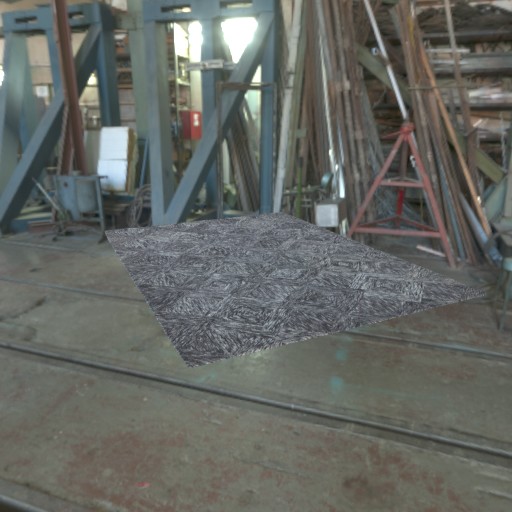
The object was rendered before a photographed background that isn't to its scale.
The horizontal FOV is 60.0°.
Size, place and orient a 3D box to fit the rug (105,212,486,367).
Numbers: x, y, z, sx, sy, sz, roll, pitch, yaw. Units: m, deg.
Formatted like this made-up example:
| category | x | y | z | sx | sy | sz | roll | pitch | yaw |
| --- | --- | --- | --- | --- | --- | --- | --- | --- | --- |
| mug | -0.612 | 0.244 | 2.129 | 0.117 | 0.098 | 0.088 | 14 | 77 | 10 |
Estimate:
| category | x | y | z | sx | sy | sz | roll | pitch | yaw |
| --- | --- | --- | --- | --- | --- | --- | --- | --- | --- |
| rug | 0.000 | 0.000 | 5.362 | 2.997 | 0.020 | 4.093 | -8 | 20 | -24 |
